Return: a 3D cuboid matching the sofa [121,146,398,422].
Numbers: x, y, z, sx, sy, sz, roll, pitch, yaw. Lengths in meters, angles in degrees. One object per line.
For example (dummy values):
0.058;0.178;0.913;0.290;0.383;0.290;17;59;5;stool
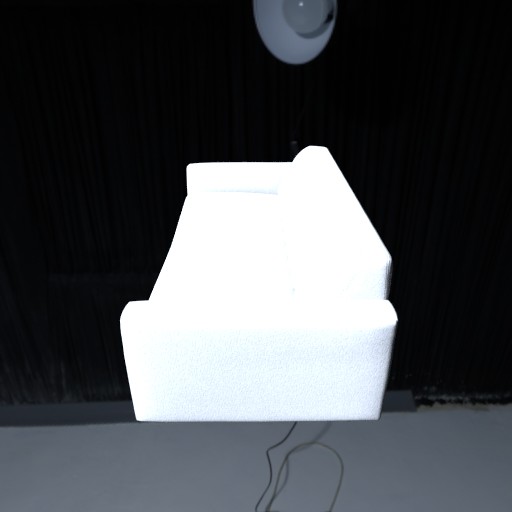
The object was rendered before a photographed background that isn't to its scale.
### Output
0.000;0.000;2.417;0.969;0.814;1.895;0;28;0;sofa
